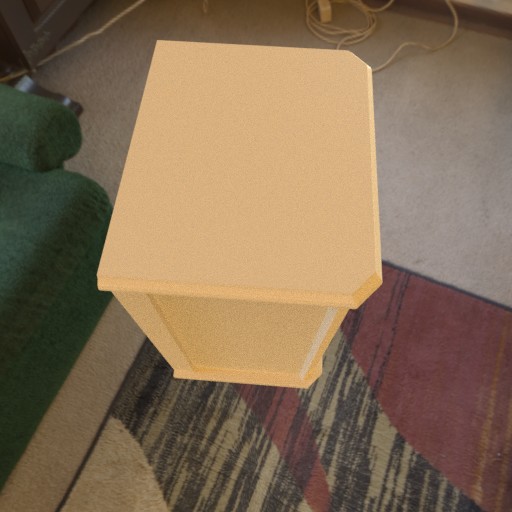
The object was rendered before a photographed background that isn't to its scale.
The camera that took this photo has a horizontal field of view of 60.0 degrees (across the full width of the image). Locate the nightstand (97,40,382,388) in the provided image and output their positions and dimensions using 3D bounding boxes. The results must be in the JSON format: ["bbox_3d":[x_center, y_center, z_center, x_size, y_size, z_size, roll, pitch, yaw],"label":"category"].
[{"bbox_3d":[0.000,0.000,0.919,0.351,0.681,0.435,4,64,2],"label":"nightstand"}]
